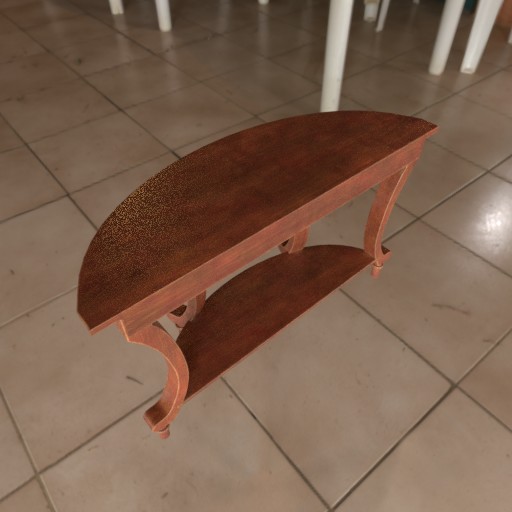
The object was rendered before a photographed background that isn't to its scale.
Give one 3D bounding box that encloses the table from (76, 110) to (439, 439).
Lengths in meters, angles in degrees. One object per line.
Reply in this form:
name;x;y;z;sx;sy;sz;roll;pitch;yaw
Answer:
table;0.000;0.000;1.498;1.198;0.699;0.394;-32;54;-27
